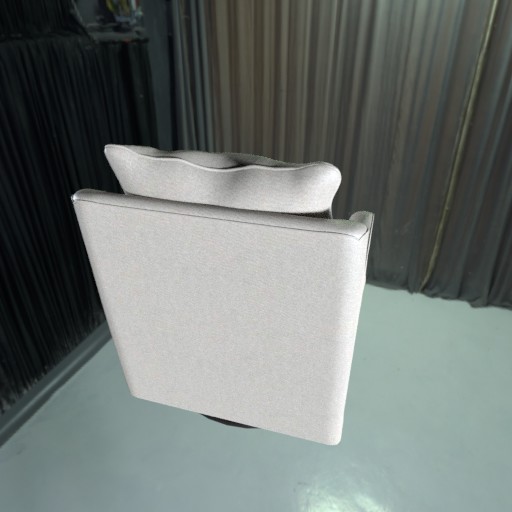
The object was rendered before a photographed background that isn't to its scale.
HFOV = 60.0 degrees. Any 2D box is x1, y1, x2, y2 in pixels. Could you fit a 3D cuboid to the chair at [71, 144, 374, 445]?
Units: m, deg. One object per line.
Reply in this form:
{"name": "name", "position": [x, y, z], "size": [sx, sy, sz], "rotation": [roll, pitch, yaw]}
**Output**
{"name": "chair", "position": [0.000, 0.000, 1.555], "size": [0.760, 0.942, 0.876], "rotation": [8, 31, 14]}
